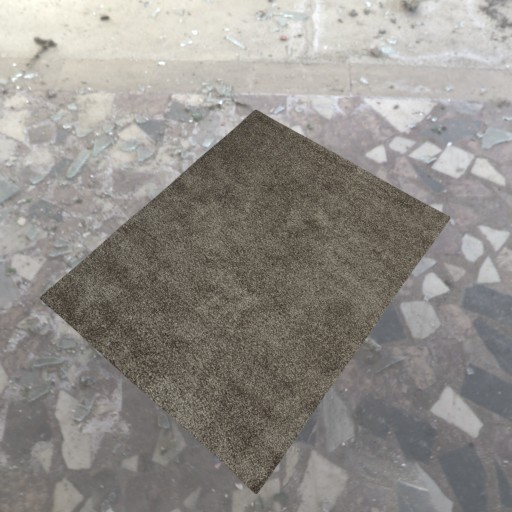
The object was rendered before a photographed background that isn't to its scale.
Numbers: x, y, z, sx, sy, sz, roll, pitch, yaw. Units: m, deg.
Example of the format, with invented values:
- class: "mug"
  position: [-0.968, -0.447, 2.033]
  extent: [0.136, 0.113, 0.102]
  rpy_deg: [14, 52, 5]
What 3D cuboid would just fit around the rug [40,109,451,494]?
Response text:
- class: "rug"
  position: [0.000, 0.000, 4.042]
  extent: [2.401, 0.025, 3.000]
  rpy_deg: [34, 65, 18]
